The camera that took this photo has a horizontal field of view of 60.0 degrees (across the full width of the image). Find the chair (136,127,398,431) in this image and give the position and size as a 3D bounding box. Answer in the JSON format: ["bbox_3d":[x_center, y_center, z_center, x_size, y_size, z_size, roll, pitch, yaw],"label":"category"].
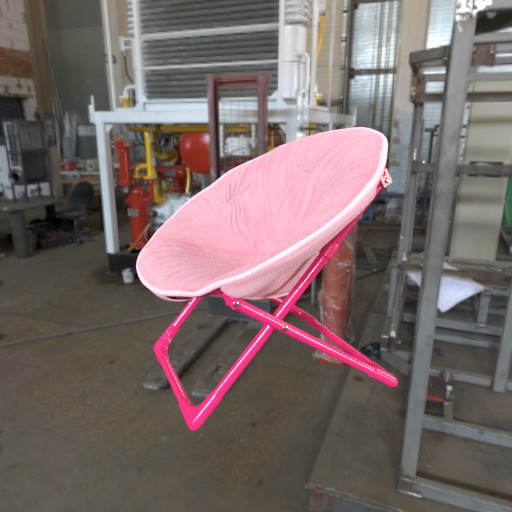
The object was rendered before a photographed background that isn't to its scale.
[{"bbox_3d":[0.000,0.000,0.886,0.459,0.494,0.522,-7,18,-23],"label":"chair"}]
